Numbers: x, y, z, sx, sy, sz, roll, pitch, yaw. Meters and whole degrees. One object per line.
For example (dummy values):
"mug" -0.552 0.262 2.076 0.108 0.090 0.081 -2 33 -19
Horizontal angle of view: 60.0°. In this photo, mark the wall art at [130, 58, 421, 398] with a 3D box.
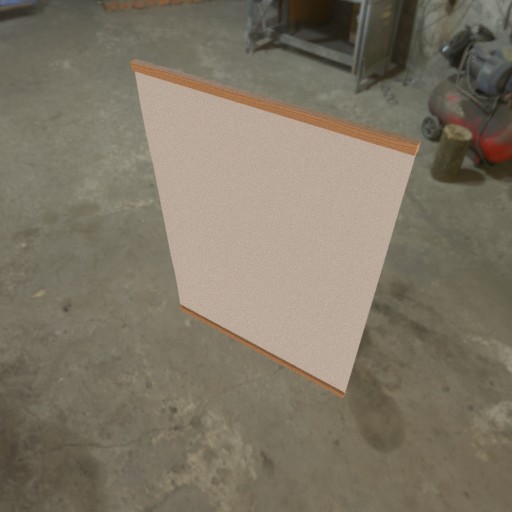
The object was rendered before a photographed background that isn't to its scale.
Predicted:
"wall art" 0.000 0.000 1.348 0.739 1.016 0.020 24 50 22
